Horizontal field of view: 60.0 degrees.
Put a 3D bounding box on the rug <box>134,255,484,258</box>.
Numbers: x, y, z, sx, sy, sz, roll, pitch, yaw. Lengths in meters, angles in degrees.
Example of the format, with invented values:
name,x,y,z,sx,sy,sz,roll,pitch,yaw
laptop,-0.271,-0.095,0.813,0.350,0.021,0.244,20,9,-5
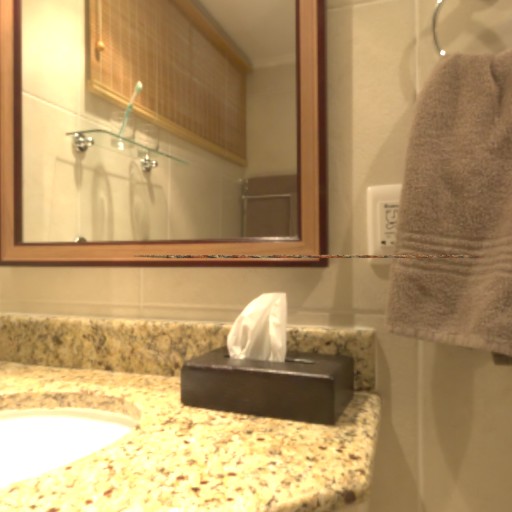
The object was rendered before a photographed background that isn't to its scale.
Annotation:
name,x,y,z,sx,sy,sz,roll,pitch,yaw
rug,0.000,0.000,2.469,1.218,0.010,1.997,0,0,-18
